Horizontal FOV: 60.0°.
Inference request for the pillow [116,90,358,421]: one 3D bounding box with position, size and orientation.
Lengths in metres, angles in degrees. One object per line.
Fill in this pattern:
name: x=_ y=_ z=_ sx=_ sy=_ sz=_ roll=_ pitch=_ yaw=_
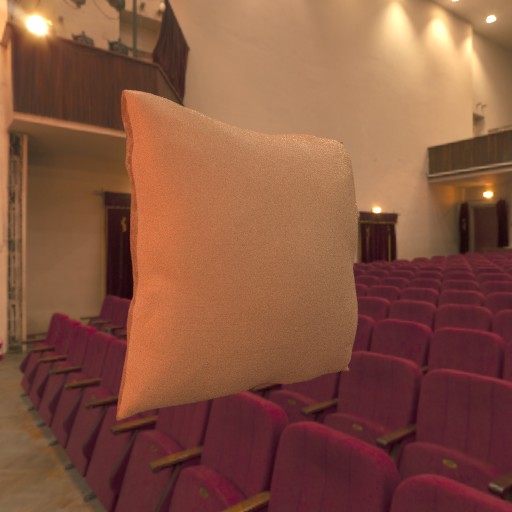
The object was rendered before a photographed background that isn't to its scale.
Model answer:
pillow: x=0.000 y=0.000 z=0.720 sx=0.450 sy=0.448 sz=0.245 roll=0 pitch=0 yaw=-36
